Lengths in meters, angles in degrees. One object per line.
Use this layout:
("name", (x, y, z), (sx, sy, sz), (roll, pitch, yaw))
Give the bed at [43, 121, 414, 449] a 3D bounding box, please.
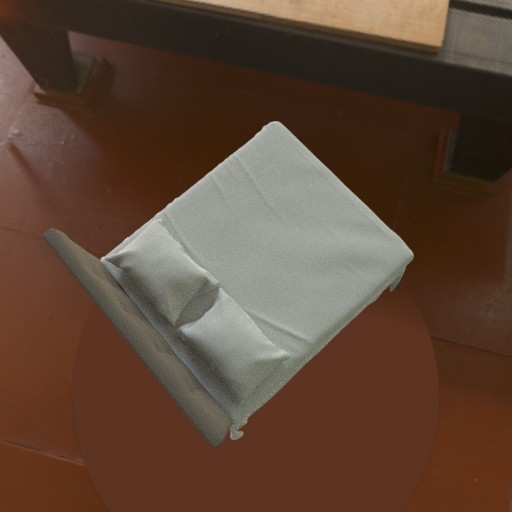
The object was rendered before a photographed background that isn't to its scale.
("bed", (0.000, 0.000, 3.455), (2.222, 1.577, 1.936), (-41, 79, -10))
